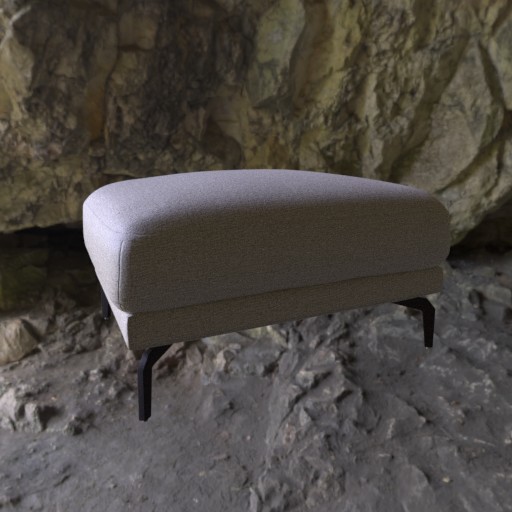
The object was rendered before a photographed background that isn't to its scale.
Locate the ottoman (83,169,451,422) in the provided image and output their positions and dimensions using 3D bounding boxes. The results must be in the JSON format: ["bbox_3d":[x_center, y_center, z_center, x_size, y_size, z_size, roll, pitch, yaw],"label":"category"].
[{"bbox_3d":[0.000,0.000,1.107,0.772,0.420,0.568,-7,16,-24],"label":"ottoman"}]
